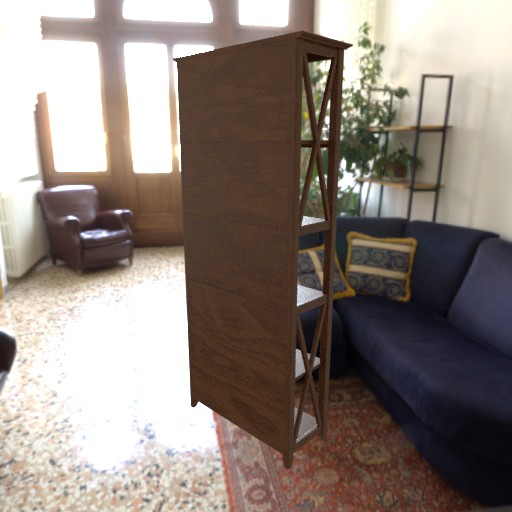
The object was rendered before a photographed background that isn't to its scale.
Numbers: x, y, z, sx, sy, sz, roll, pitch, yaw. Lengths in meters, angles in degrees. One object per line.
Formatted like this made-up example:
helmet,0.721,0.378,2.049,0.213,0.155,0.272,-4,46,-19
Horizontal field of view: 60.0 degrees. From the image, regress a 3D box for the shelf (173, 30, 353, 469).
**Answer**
shelf,0.000,0.000,2.240,0.805,1.905,0.335,14,20,42
